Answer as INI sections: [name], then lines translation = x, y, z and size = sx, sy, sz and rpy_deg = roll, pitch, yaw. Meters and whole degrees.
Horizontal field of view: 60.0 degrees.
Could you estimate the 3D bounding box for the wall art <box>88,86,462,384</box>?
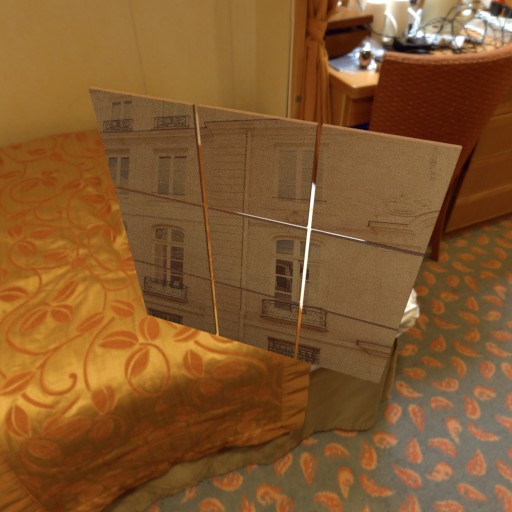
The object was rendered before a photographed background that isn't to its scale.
[wall art]
translation = 0.000, 0.000, 1.349
size = 0.915, 0.913, 0.018
rpy_deg = 14, 45, 14
